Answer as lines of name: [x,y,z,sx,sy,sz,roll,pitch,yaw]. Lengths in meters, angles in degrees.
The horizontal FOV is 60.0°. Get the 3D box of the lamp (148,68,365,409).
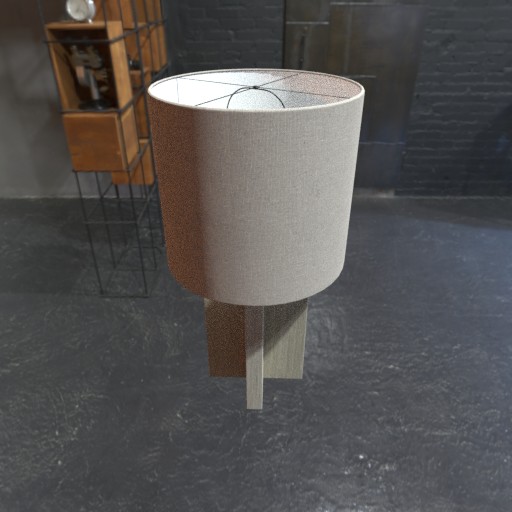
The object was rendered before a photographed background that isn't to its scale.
lamp: [0.000,0.000,0.586,0.229,0.428,0.229,1,31,2]
